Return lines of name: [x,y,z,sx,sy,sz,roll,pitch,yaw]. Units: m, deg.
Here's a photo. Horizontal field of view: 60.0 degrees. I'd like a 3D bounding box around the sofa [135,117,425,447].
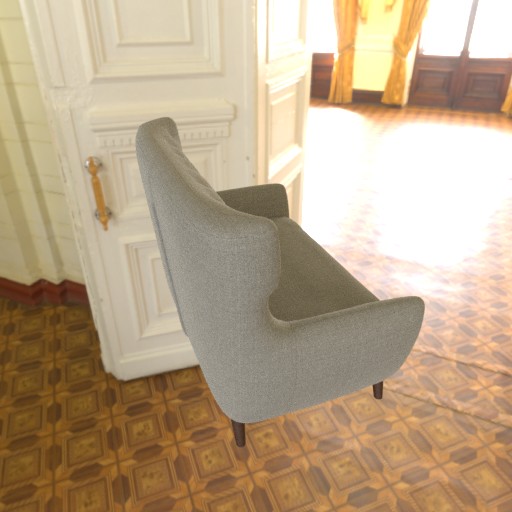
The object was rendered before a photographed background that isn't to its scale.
sofa: [0.000,0.000,2.051,0.884,1.028,1.386,-11,32,-19]
